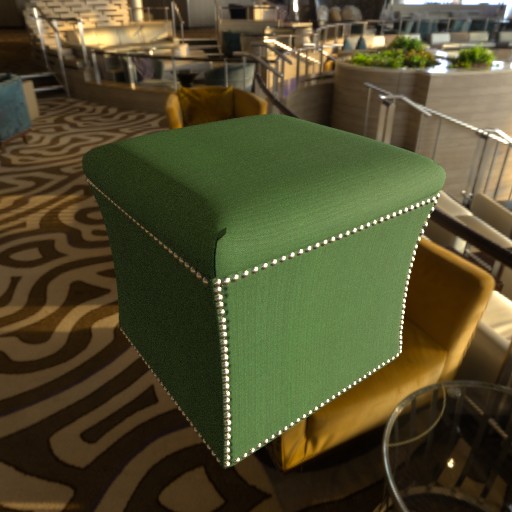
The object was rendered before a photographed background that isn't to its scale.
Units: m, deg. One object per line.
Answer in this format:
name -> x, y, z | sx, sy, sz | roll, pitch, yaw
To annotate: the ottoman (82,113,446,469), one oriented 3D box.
ottoman -> 0.000, 0.000, 0.913 | 0.507, 0.475, 0.497 | -21, 36, -31
